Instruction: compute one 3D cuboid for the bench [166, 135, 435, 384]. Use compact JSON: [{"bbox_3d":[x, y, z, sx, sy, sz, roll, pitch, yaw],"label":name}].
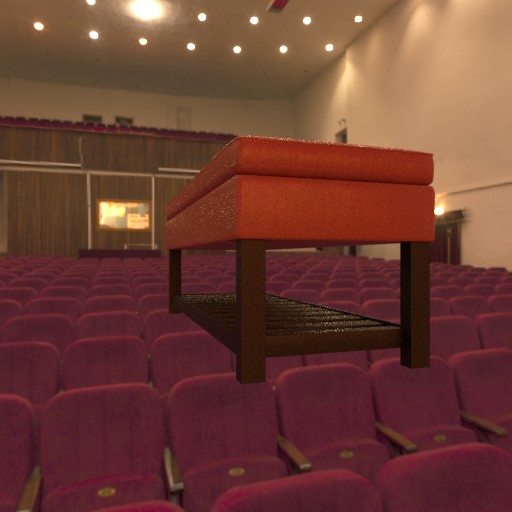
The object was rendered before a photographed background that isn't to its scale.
[{"bbox_3d":[0.000,0.000,1.361,0.432,0.460,1.105,0,0,-18],"label":"bench"}]
